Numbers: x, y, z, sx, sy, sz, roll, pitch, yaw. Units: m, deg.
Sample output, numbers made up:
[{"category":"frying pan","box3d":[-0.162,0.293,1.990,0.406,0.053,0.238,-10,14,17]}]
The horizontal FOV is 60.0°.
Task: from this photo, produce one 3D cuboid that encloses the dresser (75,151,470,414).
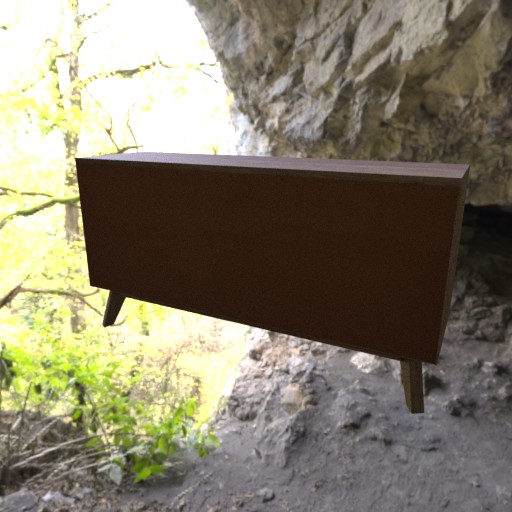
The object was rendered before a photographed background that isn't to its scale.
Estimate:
[{"category":"dresser","box3d":[0.000,0.000,1.910,1.554,0.805,0.455,9,19,26]}]
